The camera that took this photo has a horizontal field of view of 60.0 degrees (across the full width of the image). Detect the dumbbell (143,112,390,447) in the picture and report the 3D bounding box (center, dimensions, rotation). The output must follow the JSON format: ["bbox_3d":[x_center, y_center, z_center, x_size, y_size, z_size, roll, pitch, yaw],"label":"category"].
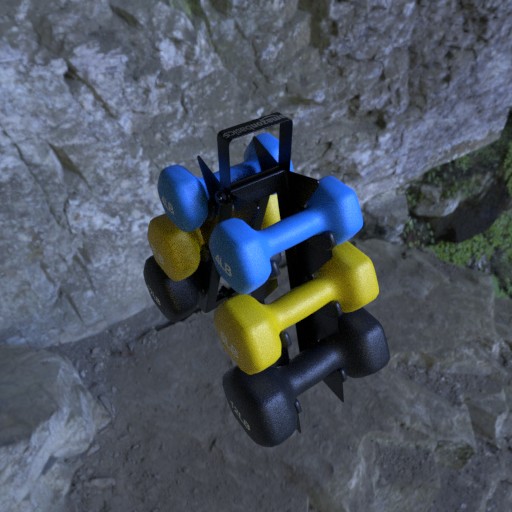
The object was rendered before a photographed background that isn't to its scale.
[{"bbox_3d":[0.000,0.000,0.670,0.255,0.426,0.409,-26,49,-25],"label":"dumbbell"}]
